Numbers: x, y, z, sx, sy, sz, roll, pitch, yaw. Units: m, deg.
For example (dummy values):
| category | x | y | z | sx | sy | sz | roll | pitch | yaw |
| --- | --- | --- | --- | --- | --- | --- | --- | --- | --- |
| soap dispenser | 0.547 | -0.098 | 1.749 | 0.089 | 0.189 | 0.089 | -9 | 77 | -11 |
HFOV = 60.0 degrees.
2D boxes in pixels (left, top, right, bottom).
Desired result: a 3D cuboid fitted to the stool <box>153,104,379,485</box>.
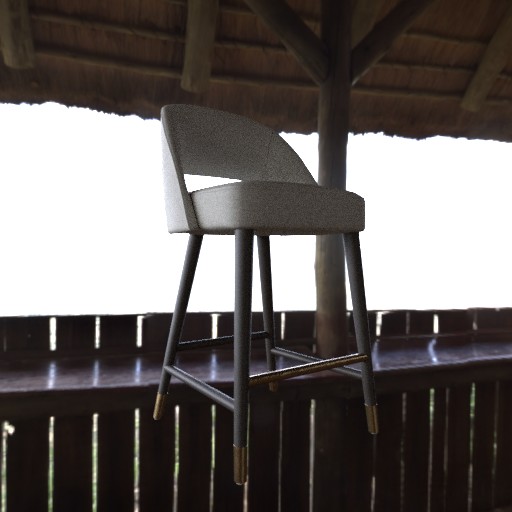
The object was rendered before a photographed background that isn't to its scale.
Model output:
| category | x | y | z | sx | sy | sz | roll | pitch | yaw |
| --- | --- | --- | --- | --- | --- | --- | --- | --- | --- |
| stool | 0.000 | 0.000 | 1.243 | 0.494 | 0.940 | 0.509 | -1 | 1 | -36 |
